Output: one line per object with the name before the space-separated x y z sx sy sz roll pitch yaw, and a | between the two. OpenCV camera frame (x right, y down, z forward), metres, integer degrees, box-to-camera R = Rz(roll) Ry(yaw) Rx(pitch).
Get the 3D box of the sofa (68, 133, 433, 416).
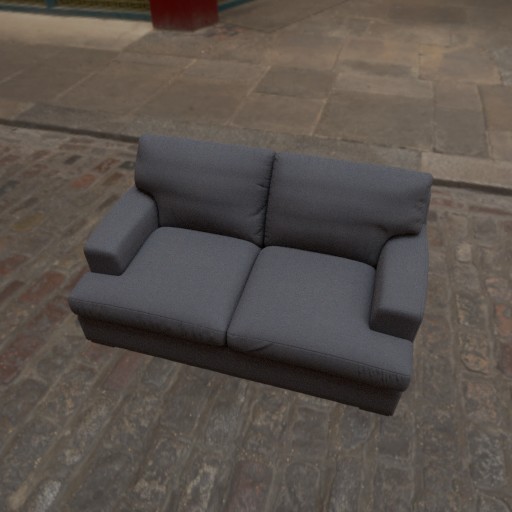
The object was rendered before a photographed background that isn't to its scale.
sofa | 0.000 0.000 2.568 1.880 0.940 1.143 11 43 12
